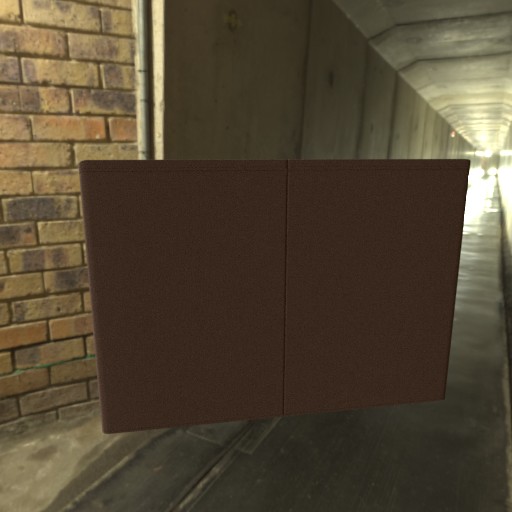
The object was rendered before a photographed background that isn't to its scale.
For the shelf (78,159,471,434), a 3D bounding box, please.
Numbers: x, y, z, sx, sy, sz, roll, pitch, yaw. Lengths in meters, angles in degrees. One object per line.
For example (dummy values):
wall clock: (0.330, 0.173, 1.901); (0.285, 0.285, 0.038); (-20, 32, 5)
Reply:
shelf: (0.000, 0.000, 0.482); (0.292, 0.210, 0.292); (-2, 13, -9)
